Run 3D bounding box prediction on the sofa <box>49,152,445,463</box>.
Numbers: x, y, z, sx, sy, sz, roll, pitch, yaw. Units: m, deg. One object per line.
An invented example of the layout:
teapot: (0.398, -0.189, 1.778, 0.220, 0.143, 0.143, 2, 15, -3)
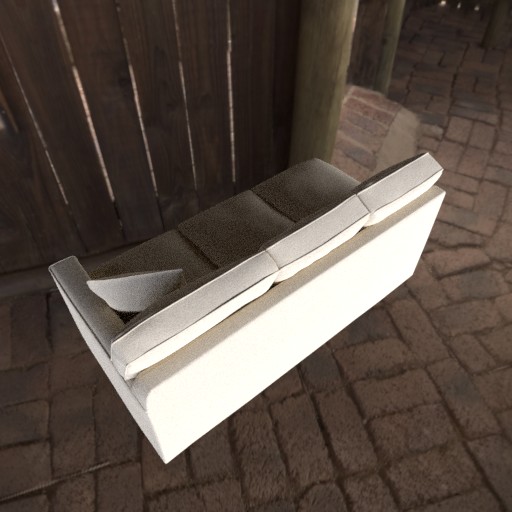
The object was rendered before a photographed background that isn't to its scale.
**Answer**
sofa: (0.000, 0.000, 2.545, 1.963, 0.946, 1.034, -30, 53, -26)
